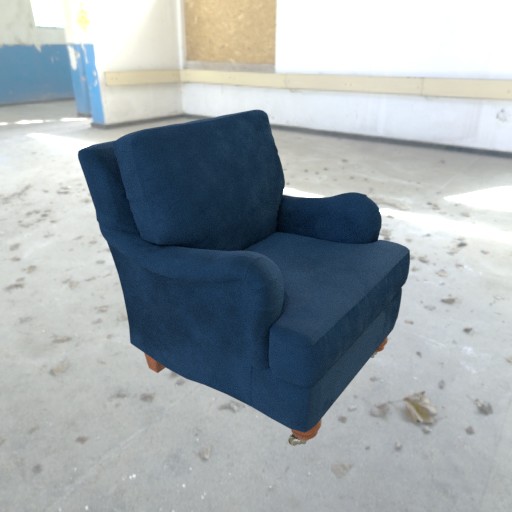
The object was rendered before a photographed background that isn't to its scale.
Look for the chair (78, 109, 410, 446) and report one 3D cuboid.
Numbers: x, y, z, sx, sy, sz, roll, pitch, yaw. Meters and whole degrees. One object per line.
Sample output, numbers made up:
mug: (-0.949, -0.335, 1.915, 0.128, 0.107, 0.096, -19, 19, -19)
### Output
chair: (0.000, 0.000, 1.866, 1.078, 1.076, 0.895, 18, 31, 33)
